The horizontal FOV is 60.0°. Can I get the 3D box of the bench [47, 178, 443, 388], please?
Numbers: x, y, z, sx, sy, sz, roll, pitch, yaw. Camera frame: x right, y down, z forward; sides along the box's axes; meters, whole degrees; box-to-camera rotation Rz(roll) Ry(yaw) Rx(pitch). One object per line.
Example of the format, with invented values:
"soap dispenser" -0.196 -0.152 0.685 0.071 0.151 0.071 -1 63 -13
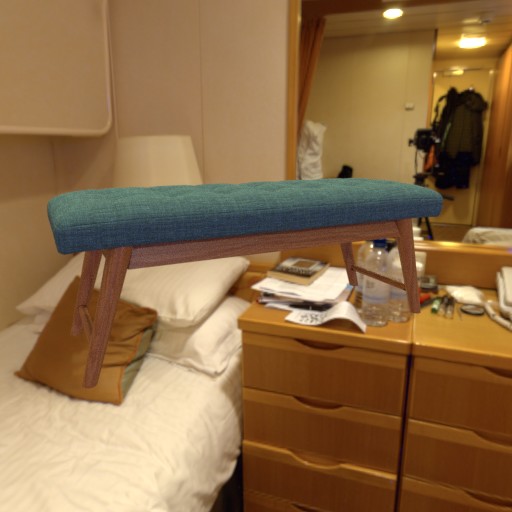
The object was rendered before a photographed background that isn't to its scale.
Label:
"bench" 0.000 0.000 1.356 1.118 0.432 0.406 -7 16 -26
